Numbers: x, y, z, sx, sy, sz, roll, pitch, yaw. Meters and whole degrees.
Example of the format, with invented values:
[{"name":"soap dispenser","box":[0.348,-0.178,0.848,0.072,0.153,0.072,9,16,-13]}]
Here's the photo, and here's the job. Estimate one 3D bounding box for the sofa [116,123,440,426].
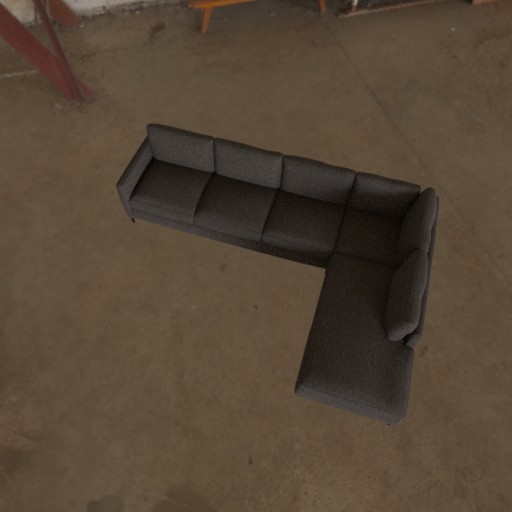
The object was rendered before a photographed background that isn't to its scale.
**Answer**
[{"name":"sofa","box":[0.000,0.000,3.938,2.949,0.815,2.007,15,59,9]}]
